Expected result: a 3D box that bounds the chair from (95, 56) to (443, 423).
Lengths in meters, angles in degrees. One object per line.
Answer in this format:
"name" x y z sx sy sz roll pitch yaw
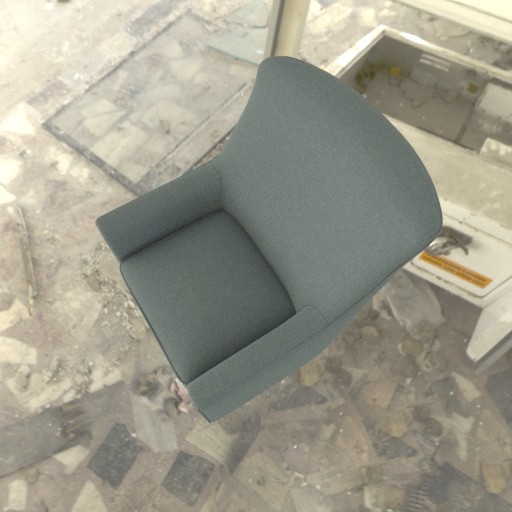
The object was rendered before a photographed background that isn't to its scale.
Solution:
"chair" 0.000 0.000 1.564 0.879 0.916 0.756 -29 68 -14
